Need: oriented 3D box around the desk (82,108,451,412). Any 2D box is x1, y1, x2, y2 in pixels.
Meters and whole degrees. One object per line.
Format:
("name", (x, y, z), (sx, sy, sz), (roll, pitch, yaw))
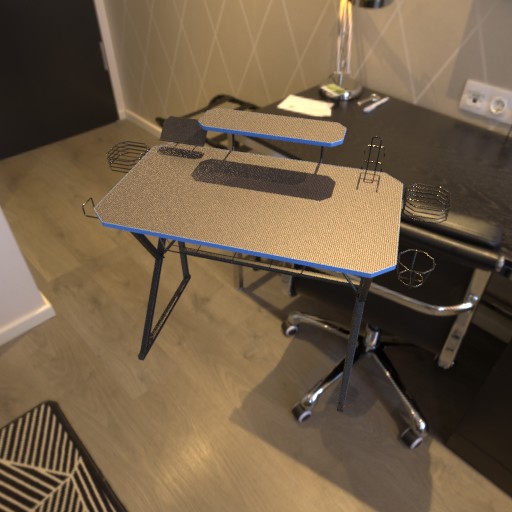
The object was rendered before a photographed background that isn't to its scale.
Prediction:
("desk", (0.000, 0.000, 1.731), (1.295, 0.909, 0.594), (11, 43, 12))
